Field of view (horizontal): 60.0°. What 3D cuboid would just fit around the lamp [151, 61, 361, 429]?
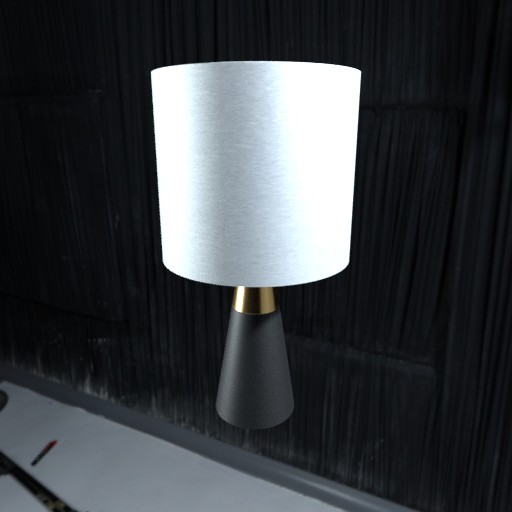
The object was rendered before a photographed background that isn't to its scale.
[{"bbox_3d":[0.000,0.000,0.748,0.308,0.580,0.308,8,19,26],"label":"lamp"}]
